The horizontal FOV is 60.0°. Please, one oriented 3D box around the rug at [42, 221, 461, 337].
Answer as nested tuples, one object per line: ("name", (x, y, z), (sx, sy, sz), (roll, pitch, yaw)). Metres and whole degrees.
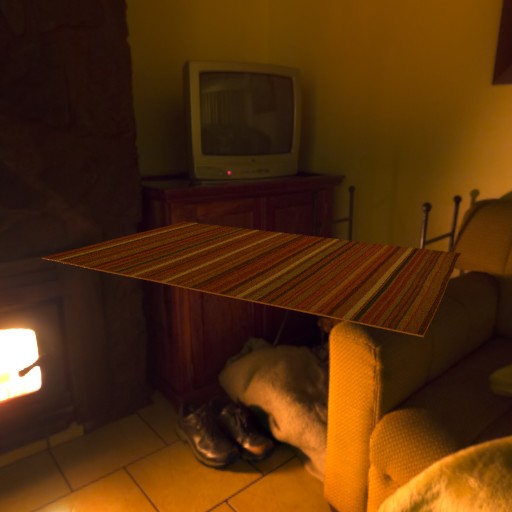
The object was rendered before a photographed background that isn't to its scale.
("rug", (0.000, 0.000, 3.023), (2.438, 0.008, 1.523), (8, 17, 29))
